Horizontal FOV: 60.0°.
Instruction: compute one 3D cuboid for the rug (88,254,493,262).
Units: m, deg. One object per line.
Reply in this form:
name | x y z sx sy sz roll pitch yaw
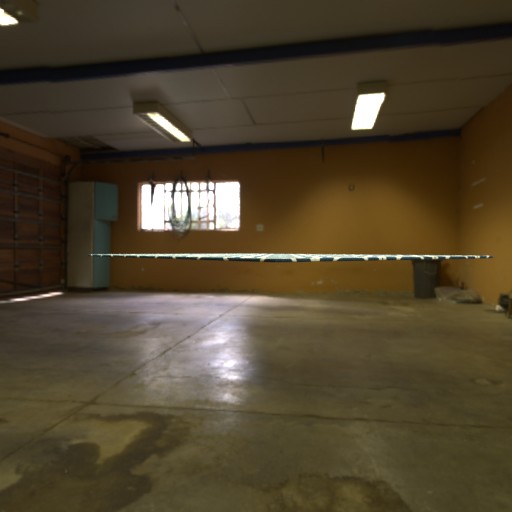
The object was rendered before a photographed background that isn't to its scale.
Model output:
rug | 0.000 0.000 2.195 1.143 0.010 1.753 0 1 -36
